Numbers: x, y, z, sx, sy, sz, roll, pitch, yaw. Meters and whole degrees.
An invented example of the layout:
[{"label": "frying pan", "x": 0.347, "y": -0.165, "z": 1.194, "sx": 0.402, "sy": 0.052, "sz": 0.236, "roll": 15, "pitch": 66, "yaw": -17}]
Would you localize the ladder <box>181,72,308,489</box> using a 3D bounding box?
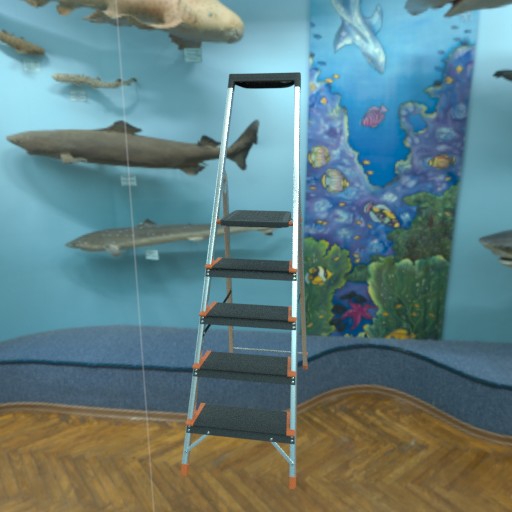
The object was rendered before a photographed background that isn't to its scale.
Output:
[{"label": "ladder", "x": 0.000, "y": 0.000, "z": 2.063, "sx": 0.480, "sy": 1.646, "sz": 0.995, "roll": 2, "pitch": 15, "yaw": 9}]
